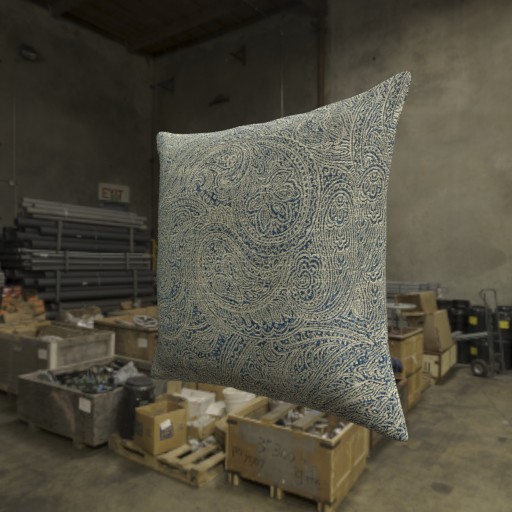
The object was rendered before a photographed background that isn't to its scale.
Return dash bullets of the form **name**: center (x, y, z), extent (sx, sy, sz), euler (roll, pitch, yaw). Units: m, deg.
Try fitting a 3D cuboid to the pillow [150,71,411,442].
- **pillow**: center (0.000, 0.000, 0.761), extent (0.523, 0.510, 0.166), euler (0, 0, 36)
